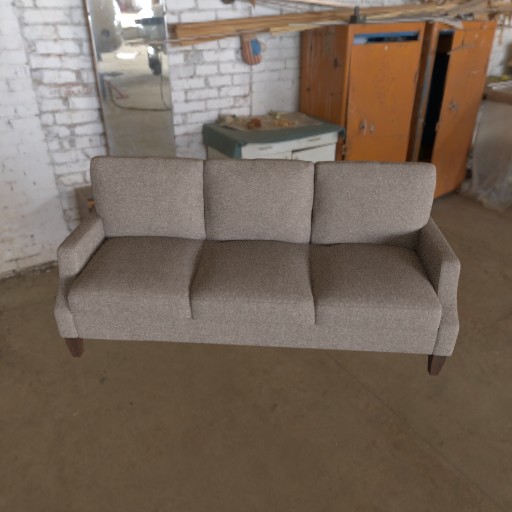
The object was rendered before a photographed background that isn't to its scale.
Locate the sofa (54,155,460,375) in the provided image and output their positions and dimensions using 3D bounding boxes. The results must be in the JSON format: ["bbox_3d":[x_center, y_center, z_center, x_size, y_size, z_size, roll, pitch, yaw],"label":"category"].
[{"bbox_3d":[0.000,0.000,2.565,2.115,0.984,0.888,2,30,4],"label":"sofa"}]
